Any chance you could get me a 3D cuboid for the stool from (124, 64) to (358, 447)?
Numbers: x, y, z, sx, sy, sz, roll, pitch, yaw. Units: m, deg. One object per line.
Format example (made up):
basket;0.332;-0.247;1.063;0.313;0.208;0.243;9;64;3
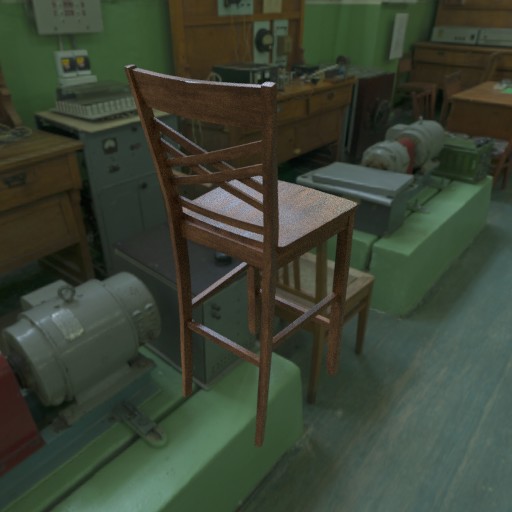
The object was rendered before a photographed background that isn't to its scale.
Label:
stool;0.000;0.000;1.369;0.433;1.105;0.487;22;37;32
